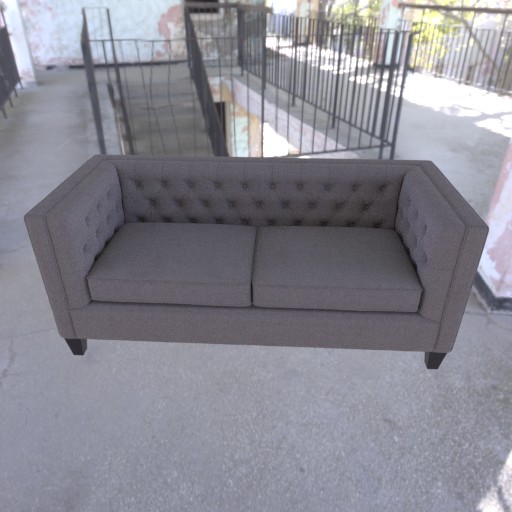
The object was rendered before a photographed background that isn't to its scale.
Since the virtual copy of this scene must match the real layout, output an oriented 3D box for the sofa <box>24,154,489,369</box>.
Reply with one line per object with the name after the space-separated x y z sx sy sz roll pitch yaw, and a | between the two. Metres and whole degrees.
0.000 0.000 2.196 1.778 0.762 0.775 2 31 3 | sofa
